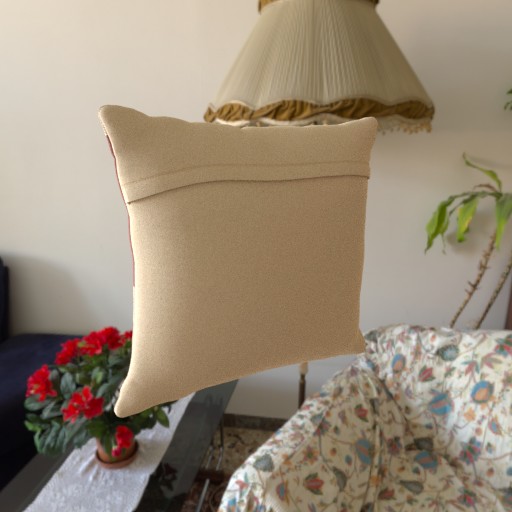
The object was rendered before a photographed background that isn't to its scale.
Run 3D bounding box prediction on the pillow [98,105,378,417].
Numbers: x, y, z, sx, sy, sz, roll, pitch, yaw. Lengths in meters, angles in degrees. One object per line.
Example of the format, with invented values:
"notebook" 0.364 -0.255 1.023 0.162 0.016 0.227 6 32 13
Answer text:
"pillow" 0.000 0.000 0.802 0.536 0.506 0.229 -8 17 -26
